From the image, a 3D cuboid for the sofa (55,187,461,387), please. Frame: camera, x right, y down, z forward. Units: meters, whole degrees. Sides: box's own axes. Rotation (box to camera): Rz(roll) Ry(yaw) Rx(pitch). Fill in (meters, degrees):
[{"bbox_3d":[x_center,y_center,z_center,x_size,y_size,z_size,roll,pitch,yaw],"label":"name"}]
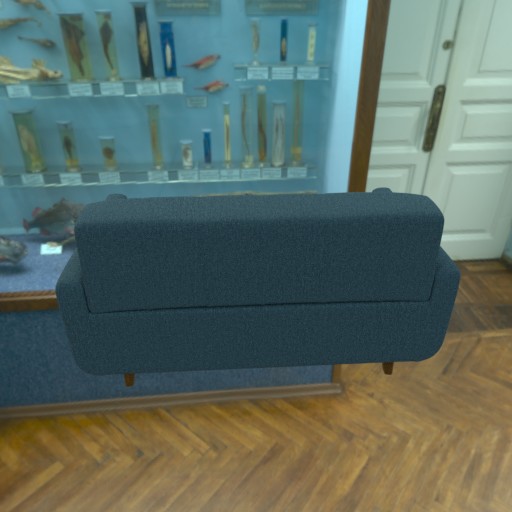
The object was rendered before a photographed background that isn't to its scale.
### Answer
[{"bbox_3d":[0.000,0.000,2.244,1.651,0.896,0.942,-2,31,-3],"label":"sofa"}]
